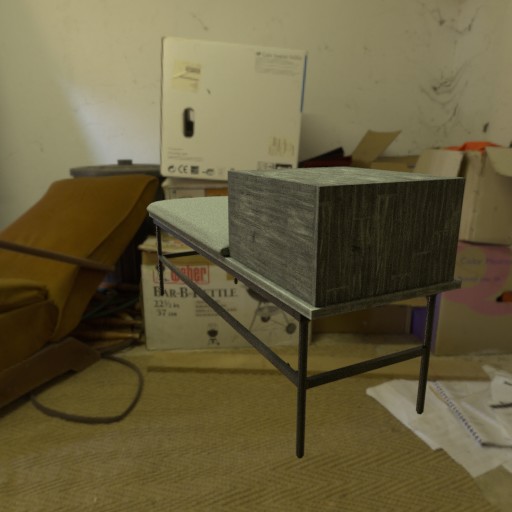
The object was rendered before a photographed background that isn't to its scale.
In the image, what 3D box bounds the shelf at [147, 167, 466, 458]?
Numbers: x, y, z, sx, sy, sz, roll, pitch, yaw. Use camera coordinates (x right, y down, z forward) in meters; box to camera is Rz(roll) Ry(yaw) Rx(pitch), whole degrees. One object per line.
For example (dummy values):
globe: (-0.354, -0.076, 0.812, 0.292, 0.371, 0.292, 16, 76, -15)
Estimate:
shelf: (0.000, 0.000, 1.564, 0.457, 0.633, 1.342, -7, 17, -26)
